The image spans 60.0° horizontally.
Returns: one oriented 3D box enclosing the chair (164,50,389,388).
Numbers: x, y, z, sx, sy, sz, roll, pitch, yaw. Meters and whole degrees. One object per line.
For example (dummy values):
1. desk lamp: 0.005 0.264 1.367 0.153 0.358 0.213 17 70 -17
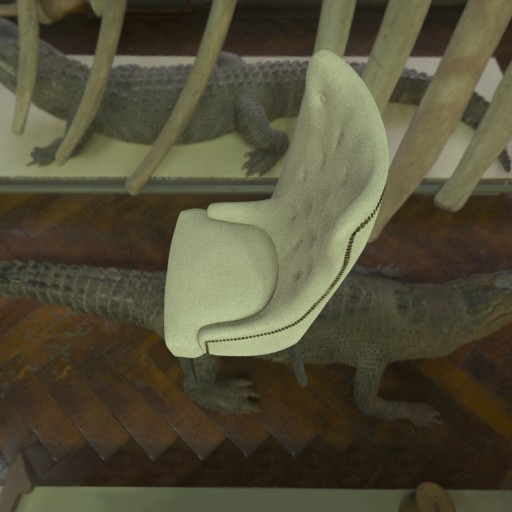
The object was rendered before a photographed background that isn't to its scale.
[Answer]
1. chair: 0.000 0.000 1.402 0.590 1.065 0.584 0 57 0
